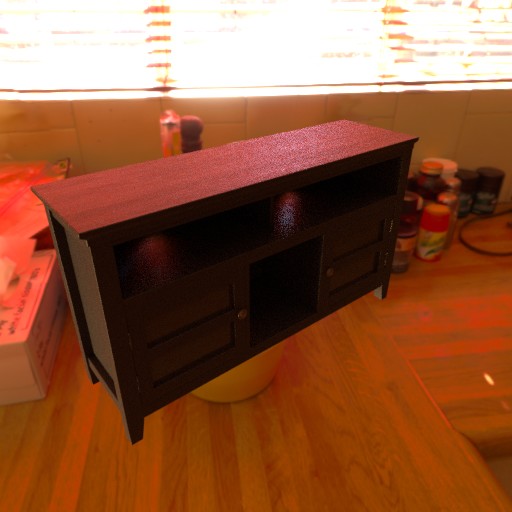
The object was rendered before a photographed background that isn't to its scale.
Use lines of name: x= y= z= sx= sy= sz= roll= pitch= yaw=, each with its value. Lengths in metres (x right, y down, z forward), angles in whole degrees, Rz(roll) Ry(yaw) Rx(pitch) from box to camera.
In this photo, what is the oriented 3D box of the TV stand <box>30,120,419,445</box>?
TV stand: x=0.000 y=0.000 z=1.505 sx=1.198 sy=0.681 sz=0.347 roll=-22 pitch=36 yaw=-33
